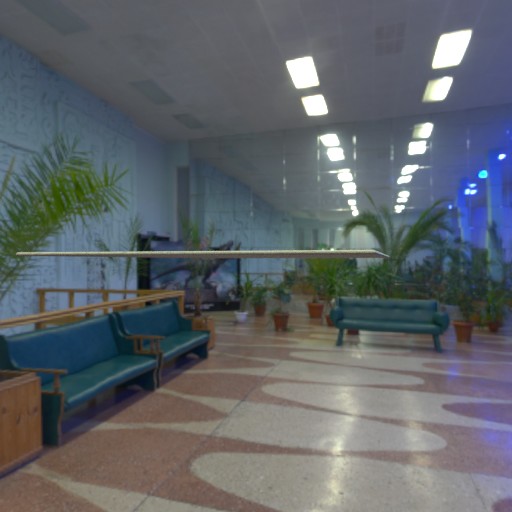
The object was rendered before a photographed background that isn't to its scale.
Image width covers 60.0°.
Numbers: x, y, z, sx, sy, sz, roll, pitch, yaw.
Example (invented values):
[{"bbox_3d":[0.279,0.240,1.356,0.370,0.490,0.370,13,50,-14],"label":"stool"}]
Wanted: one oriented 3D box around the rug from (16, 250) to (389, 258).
[{"bbox_3d":[0.000,0.000,2.722,1.526,0.015,2.132,0,-1,18],"label":"rug"}]
